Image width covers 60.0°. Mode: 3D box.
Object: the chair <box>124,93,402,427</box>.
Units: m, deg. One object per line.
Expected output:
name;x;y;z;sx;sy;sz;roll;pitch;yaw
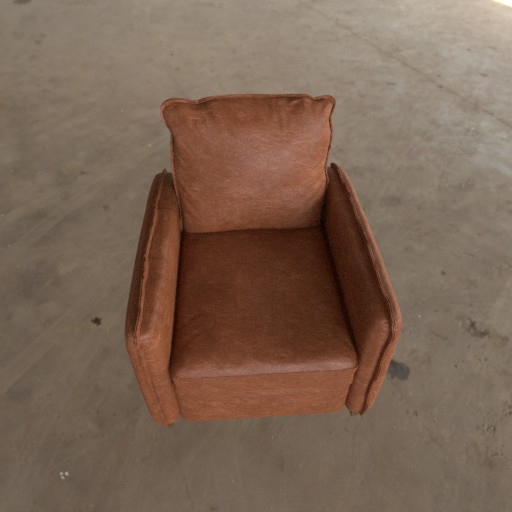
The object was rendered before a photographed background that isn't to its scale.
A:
chair;0.000;0.000;1.606;0.830;0.922;0.922;-3;45;-3
